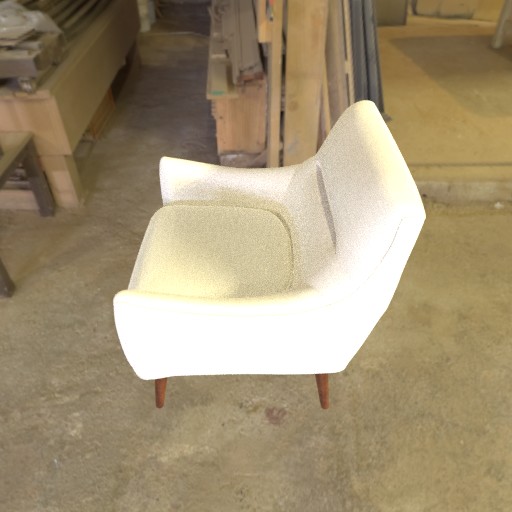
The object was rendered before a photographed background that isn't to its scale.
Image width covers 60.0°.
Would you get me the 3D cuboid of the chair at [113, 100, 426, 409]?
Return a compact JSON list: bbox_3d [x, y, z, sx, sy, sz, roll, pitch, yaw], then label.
[{"bbox_3d":[0.000,0.000,1.451,0.787,0.838,0.762,0,41,0],"label":"chair"}]
